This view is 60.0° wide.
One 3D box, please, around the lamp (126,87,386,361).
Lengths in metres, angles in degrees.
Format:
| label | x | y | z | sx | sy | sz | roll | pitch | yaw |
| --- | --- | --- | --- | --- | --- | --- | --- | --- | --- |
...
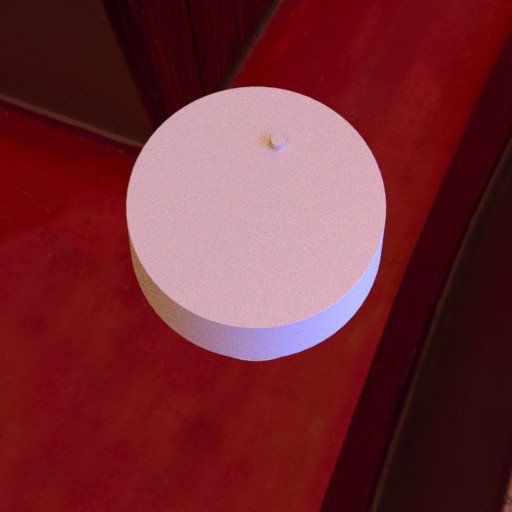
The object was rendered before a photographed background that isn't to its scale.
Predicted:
| label | x | y | z | sx | sy | sz | roll | pitch | yaw |
| --- | --- | --- | --- | --- | --- | --- | --- | --- | --- |
| lamp | 0.000 | 0.000 | 0.619 | 0.291 | 0.429 | 0.291 | 0 | 74 | 0 |
